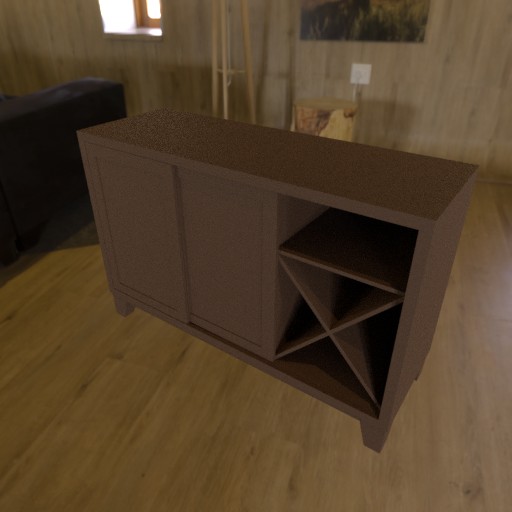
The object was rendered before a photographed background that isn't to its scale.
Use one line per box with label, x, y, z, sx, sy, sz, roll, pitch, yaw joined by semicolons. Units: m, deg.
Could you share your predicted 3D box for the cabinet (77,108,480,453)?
cabinet;0.000;0.000;1.815;1.396;0.914;0.482;20;36;29
